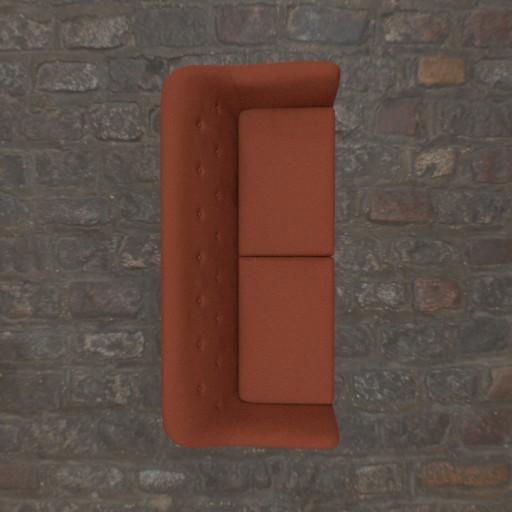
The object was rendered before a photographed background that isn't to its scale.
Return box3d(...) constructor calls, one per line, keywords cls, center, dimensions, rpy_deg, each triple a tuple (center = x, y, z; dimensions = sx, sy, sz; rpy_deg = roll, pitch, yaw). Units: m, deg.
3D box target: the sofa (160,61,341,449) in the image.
box3d(cls="sofa", center=(0.000, 0.000, 2.268), dimensions=(0.820, 0.836, 1.840), rpy_deg=(0, 91, 0))
